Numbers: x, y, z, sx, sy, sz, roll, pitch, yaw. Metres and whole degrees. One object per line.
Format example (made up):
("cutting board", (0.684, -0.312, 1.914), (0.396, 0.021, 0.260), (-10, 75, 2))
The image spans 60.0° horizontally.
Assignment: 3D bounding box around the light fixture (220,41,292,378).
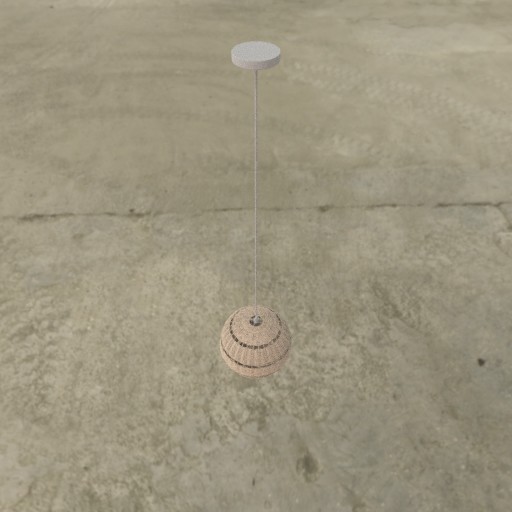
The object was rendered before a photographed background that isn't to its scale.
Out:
("light fixture", (0.000, 0.000, 2.234), (0.457, 2.019, 0.457), (18, 49, 17))
